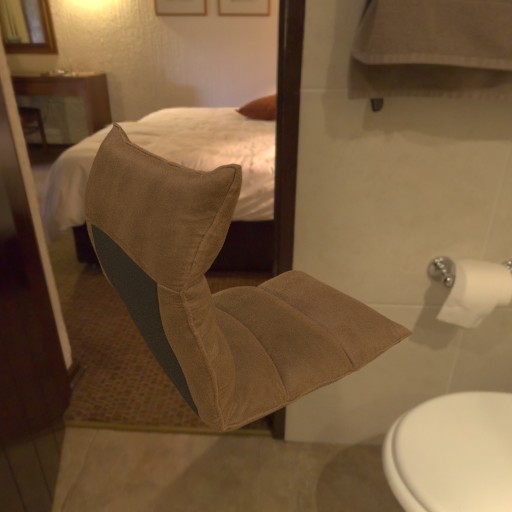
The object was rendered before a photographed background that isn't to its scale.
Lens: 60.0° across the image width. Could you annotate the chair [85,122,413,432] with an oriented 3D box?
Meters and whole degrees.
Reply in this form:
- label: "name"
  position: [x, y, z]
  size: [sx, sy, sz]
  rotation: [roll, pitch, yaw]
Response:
- label: "chair"
  position: [0.000, 0.000, 1.580]
  size: [0.985, 0.892, 0.714]
  rotation: [-17, 31, -30]
